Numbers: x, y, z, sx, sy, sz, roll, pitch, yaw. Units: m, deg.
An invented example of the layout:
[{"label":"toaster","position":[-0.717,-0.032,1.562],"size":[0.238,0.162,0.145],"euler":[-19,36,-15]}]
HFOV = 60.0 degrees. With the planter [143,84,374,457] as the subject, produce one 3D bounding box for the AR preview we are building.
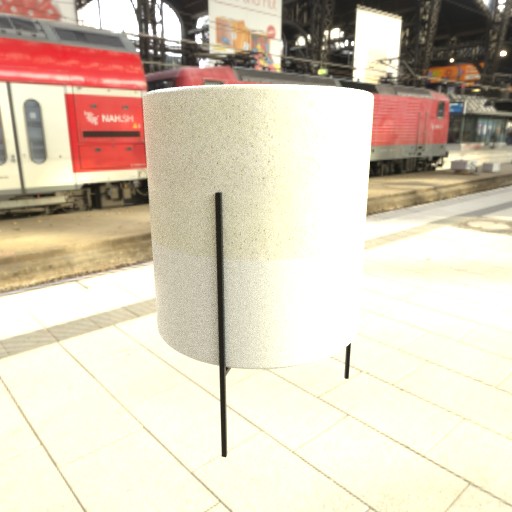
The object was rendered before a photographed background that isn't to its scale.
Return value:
[{"label":"planter","position":[0.000,0.000,0.706],"size":[0.324,0.483,0.333],"euler":[-15,21,-42]}]
